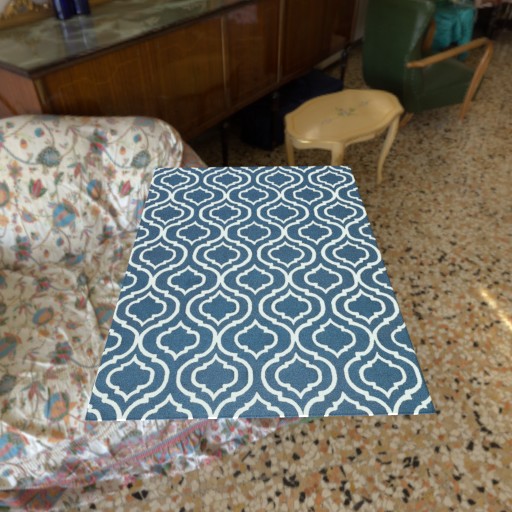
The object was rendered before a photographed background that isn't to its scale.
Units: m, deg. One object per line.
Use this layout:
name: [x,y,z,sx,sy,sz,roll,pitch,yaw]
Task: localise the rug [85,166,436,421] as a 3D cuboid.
rug: [0.000,0.000,4.316,2.438,0.010,3.353,-1,42,-1]
